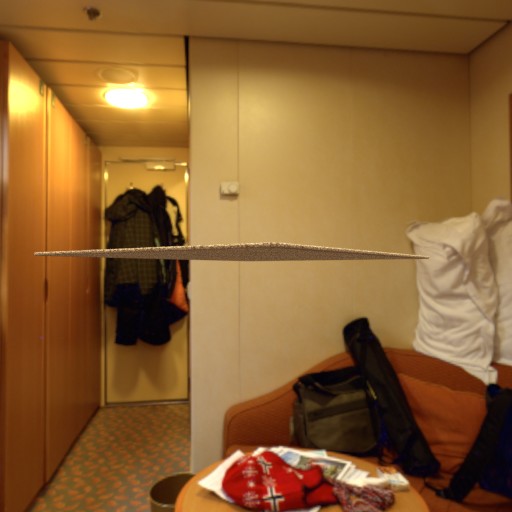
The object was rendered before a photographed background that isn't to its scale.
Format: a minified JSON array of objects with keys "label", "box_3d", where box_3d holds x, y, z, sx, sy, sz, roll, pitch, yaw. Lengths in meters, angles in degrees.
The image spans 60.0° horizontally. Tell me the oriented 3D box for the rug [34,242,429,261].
[{"label":"rug","box_3d":[0.000,0.000,4.248,2.438,0.029,3.047,-1,-2,36]}]
